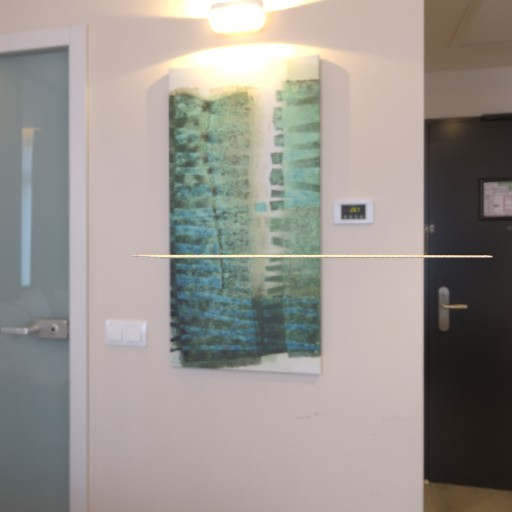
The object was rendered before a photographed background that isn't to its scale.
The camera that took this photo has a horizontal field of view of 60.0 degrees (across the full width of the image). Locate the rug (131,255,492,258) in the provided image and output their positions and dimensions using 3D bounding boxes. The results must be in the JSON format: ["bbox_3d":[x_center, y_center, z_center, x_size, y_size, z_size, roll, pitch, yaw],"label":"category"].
[{"bbox_3d":[0.000,0.000,2.973,1.529,0.012,2.435,0,0,-18],"label":"rug"}]
